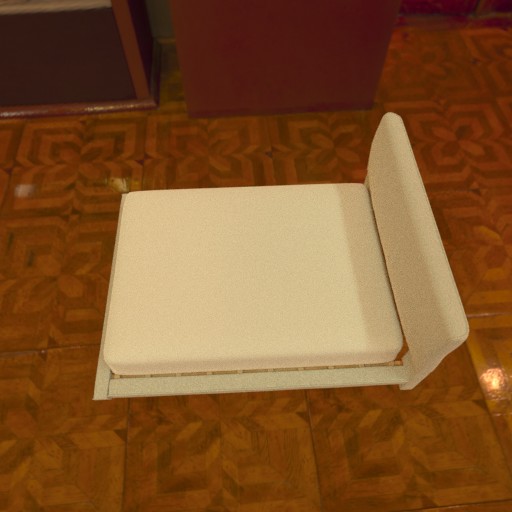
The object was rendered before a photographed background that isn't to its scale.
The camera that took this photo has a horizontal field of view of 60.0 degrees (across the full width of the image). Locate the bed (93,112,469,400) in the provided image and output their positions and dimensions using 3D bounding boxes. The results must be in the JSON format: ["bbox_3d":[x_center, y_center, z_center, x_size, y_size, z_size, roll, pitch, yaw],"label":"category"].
[{"bbox_3d":[0.000,0.000,3.318,2.368,1.067,1.840,-2,58,-1],"label":"bed"}]
